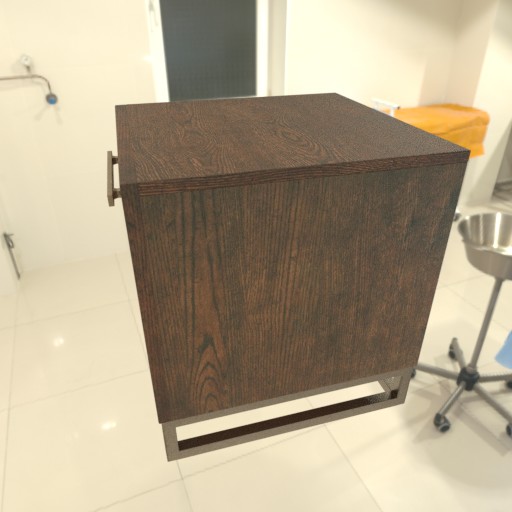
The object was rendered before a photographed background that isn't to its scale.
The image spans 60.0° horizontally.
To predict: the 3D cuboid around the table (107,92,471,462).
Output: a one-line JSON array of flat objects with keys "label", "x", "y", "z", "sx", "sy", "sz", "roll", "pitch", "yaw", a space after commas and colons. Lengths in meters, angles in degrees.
[{"label": "table", "x": 0.000, "y": 0.000, "z": 0.991, "sx": 0.566, "sy": 0.582, "sz": 0.506, "roll": -8, "pitch": 31, "yaw": -14}]
